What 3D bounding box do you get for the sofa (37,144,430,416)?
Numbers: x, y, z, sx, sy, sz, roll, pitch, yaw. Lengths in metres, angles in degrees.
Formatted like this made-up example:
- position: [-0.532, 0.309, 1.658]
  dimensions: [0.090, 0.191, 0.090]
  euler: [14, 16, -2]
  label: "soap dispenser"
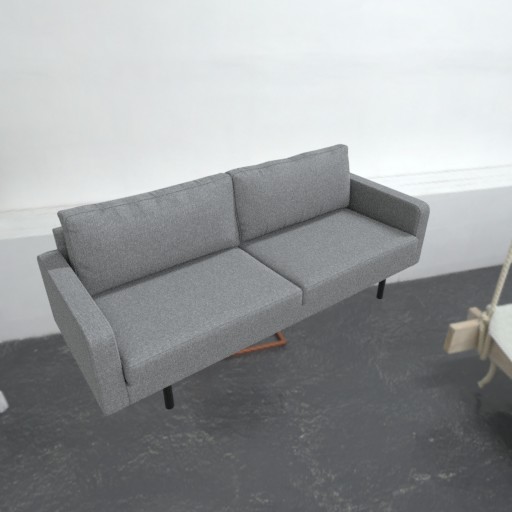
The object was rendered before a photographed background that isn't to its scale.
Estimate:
- position: [0.000, 0.000, 2.641]
  dimensions: [2.200, 0.880, 0.880]
  euler: [-20, 36, -30]
  label: "sofa"
